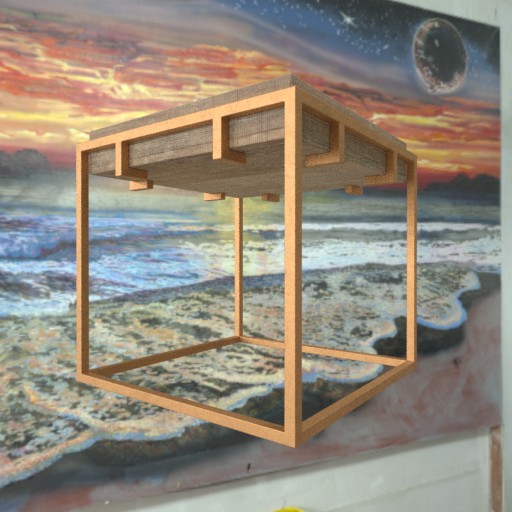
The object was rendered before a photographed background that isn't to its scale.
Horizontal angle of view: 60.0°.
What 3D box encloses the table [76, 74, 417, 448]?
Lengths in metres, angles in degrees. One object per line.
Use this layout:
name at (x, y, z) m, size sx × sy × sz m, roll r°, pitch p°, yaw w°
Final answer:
table at (0.000, 0.000, 1.095) m, size 0.599 × 0.584 × 0.599 m, roll 0°, pitch 0°, yaw 37°
